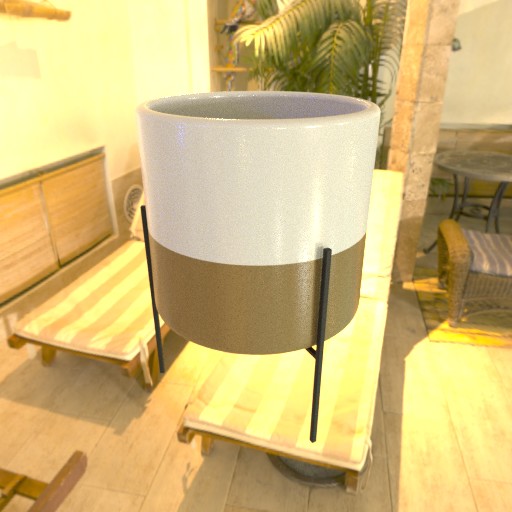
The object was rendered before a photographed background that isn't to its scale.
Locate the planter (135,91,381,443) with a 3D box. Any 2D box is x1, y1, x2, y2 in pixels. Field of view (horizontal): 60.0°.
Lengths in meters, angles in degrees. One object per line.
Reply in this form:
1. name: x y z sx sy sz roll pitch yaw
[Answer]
1. planter: 0.000 0.000 0.653 0.310 0.432 0.310 7 27 15
